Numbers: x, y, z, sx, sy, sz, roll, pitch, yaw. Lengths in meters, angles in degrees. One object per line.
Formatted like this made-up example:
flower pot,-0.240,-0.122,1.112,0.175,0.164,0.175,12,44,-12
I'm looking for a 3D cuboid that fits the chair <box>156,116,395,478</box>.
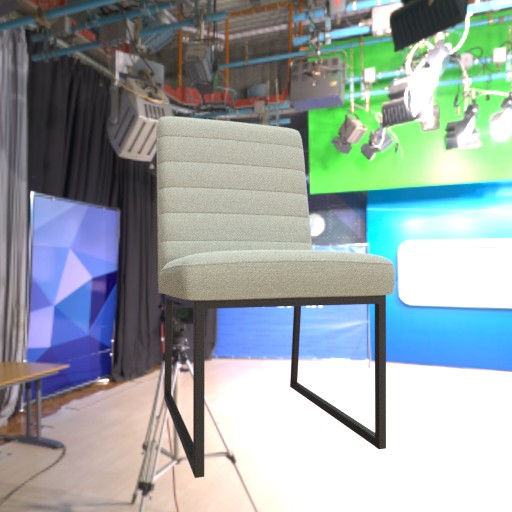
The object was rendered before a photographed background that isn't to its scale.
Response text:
chair,0.000,0.000,1.279,0.520,0.930,0.634,0,-1,-18
